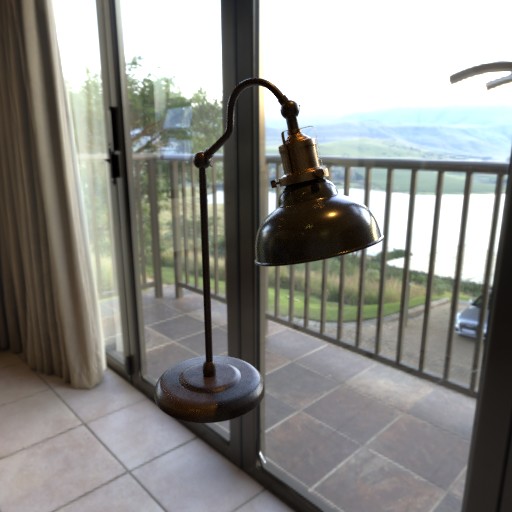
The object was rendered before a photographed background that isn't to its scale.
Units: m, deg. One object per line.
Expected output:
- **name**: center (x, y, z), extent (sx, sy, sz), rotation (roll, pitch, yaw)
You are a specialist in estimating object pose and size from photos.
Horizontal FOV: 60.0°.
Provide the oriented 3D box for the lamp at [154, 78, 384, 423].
- **lamp**: center (0.000, 0.000, 0.675), extent (0.374, 0.508, 0.192), rotation (8, 16, 27)
